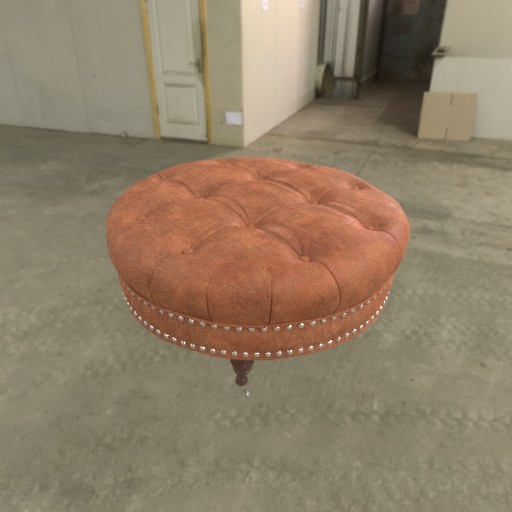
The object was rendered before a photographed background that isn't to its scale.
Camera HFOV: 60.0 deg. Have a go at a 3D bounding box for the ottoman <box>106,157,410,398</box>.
[{"bbox_3d":[0.000,0.000,1.422,0.901,0.444,0.901,0,30,0],"label":"ottoman"}]
